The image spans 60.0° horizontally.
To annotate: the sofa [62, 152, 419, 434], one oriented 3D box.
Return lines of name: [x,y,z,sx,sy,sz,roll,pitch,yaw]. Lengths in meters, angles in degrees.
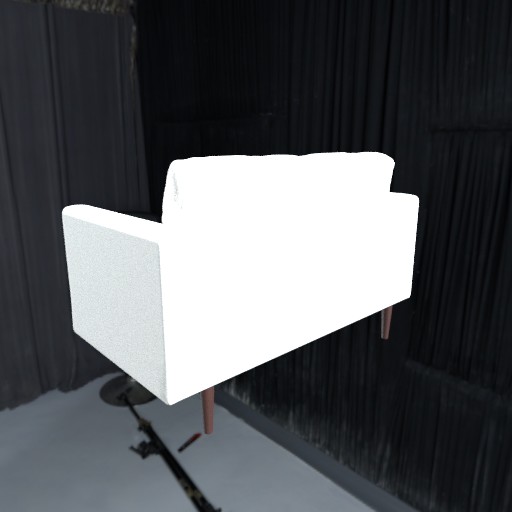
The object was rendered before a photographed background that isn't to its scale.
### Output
sofa: [0.000,0.000,2.004,1.430,0.908,0.796,-13,19,-41]
